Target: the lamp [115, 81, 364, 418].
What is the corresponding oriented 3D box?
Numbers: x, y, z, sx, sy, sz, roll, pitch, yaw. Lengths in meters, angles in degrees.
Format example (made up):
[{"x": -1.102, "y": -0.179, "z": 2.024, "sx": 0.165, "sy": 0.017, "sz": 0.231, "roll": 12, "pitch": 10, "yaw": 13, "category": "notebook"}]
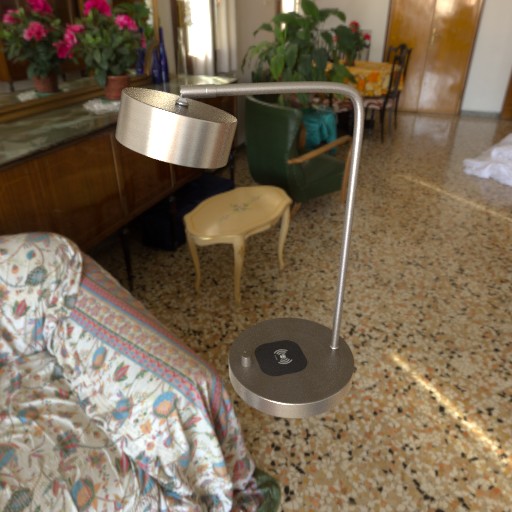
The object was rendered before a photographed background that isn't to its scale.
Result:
[{"x": 0.000, "y": 0.000, "z": 0.636, "sx": 0.334, "sy": 0.469, "sz": 0.211, "roll": -8, "pitch": 30, "yaw": -13, "category": "lamp"}]
